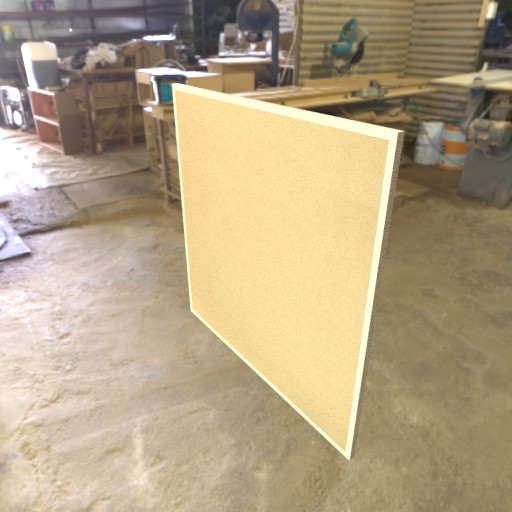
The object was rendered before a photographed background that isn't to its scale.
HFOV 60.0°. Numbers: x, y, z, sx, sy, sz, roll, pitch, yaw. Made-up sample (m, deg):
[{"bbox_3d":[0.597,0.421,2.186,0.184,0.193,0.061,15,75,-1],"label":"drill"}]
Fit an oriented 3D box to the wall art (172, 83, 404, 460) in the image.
[{"bbox_3d":[0.000,0.000,0.834,0.012,0.557,0.557,-19,33,-32],"label":"wall art"}]
